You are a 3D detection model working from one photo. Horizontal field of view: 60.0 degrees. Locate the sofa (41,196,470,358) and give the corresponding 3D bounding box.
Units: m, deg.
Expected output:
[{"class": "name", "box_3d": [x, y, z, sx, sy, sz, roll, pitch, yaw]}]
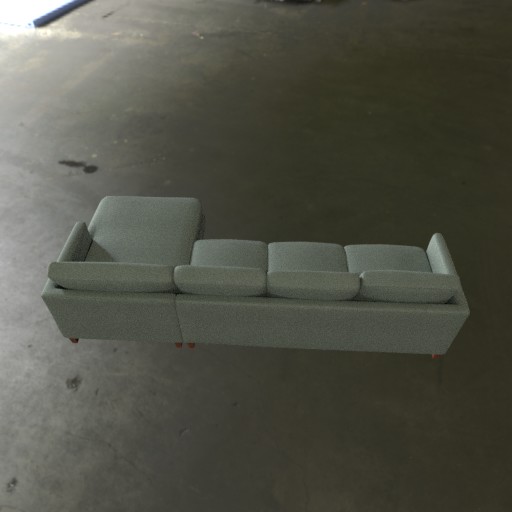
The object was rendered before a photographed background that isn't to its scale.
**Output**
[{"class": "sofa", "box_3d": [0.000, 0.000, 4.242, 3.471, 0.950, 1.604, 2, 47, 2]}]
